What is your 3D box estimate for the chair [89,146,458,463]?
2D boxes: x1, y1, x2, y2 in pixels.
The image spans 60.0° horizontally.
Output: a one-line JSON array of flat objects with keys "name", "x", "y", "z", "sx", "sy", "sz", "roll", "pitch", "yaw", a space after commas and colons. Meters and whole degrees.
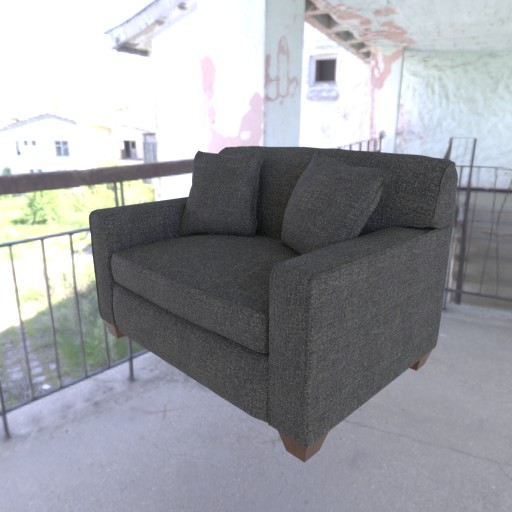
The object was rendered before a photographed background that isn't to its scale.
[{"name": "chair", "x": 0.000, "y": 0.000, "z": 2.030, "sx": 1.000, "sy": 0.948, "sz": 1.383, "roll": -16, "pitch": 23, "yaw": -43}]
